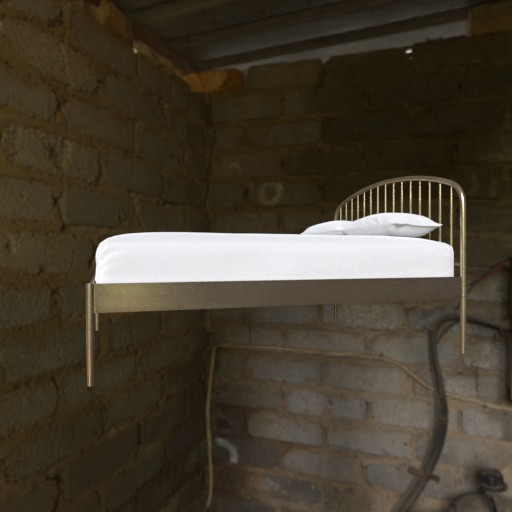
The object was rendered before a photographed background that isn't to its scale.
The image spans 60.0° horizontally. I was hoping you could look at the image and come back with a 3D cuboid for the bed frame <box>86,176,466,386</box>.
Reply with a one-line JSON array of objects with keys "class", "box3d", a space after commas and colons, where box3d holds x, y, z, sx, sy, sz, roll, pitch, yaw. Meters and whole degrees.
[{"class": "bed frame", "box3d": [0.000, 0.000, 3.094, 2.152, 1.175, 1.612, 0, 0, -19]}]
